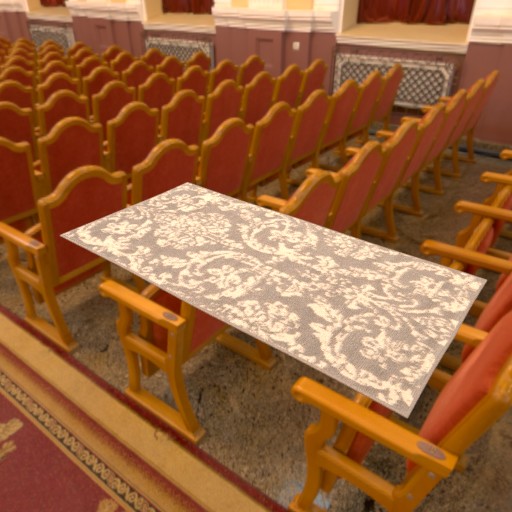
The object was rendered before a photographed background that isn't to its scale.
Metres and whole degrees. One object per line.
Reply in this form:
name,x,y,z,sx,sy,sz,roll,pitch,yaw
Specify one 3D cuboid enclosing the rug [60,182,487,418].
rug,0.000,0.000,1.391,1.219,0.007,0.604,22,38,31
